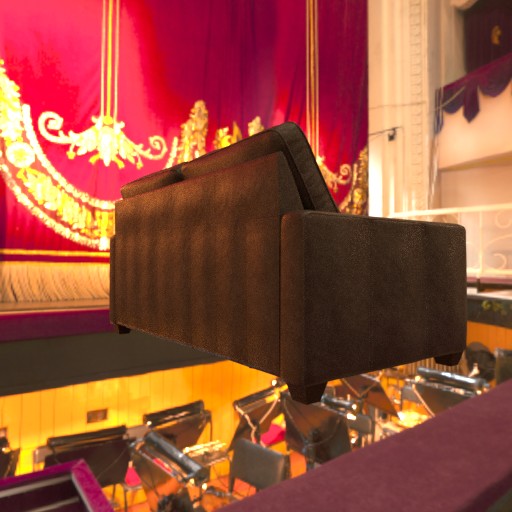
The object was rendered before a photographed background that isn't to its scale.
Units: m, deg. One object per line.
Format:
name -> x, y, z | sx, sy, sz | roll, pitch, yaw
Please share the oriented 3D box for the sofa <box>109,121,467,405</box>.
sofa -> 0.000, 0.000, 2.256 | 0.939, 0.916, 1.732 | 0, -1, -37
